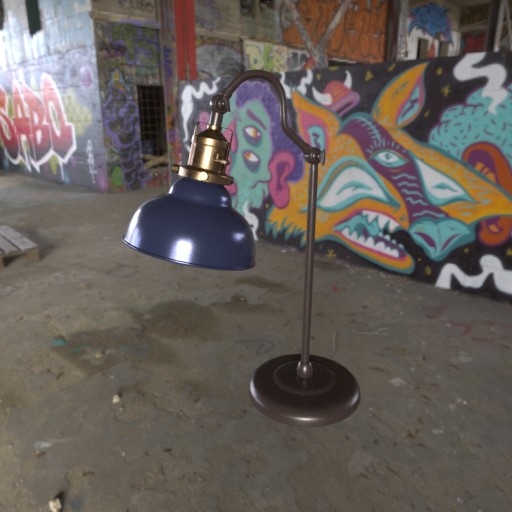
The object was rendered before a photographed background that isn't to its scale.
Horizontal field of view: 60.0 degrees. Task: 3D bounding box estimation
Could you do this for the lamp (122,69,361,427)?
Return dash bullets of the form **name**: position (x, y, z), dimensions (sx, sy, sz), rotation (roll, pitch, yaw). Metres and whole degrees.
- **lamp**: position (0.000, 0.000, 0.652), dimensions (0.374, 0.508, 0.192), rotation (-8, 19, -24)
